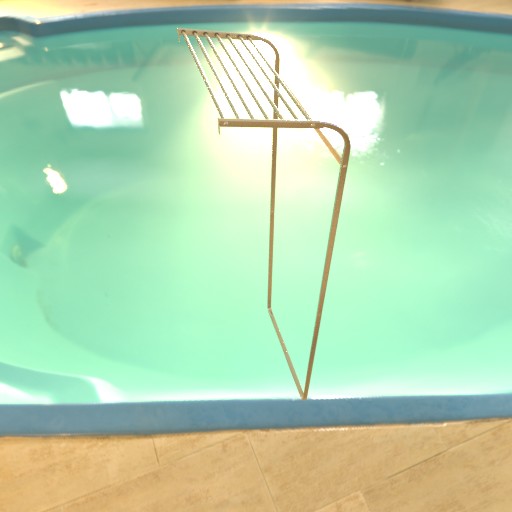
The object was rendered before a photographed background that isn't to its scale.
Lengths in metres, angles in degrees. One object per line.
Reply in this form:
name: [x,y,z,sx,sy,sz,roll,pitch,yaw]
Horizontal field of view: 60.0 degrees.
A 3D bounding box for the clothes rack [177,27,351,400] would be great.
clothes rack: [0.000,0.000,1.797,0.349,1.574,0.609,-12,47,-11]
